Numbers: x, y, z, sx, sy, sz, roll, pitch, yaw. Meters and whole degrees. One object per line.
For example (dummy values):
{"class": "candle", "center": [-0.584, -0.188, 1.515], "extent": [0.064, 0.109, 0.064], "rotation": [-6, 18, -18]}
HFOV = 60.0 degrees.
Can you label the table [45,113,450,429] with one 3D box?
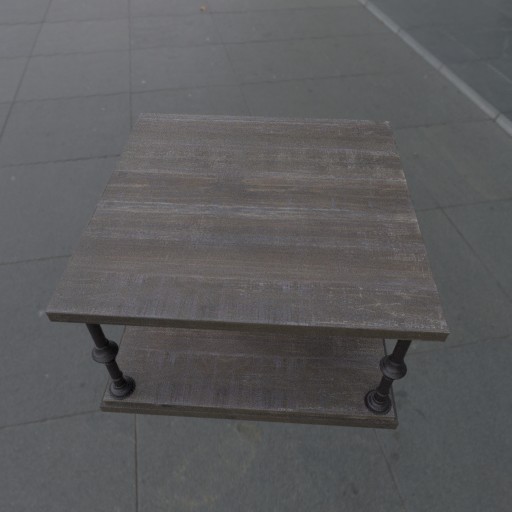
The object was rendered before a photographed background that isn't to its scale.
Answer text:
{"class": "table", "center": [0.000, 0.000, 1.144], "extent": [0.696, 0.400, 0.696], "rotation": [3, 46, 2]}
